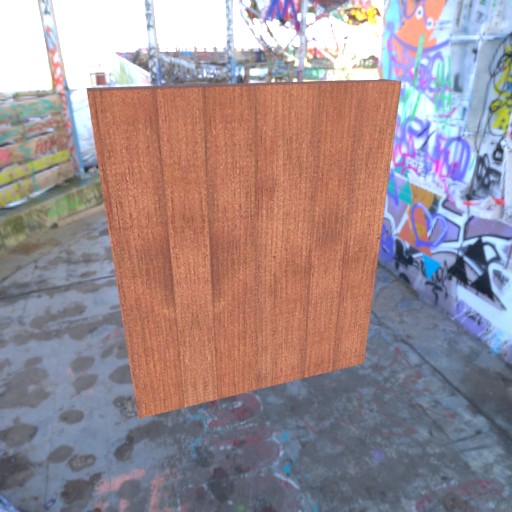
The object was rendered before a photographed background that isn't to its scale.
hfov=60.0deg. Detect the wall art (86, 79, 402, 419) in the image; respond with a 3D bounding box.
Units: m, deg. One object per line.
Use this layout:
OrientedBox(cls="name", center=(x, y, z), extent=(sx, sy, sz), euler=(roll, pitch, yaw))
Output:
OrientedBox(cls="wall art", center=(0.000, 0.000, 0.620), extent=(0.377, 0.449, 0.039), euler=(-9, 27, -17))
